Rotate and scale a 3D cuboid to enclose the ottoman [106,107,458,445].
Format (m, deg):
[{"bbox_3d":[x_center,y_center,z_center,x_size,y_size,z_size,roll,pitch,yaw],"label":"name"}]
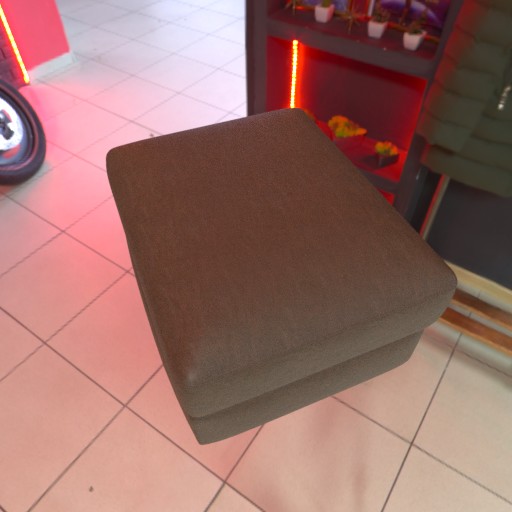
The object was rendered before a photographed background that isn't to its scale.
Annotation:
[{"bbox_3d":[0.000,0.000,1.195,0.635,0.508,0.787,-17,50,-15],"label":"ottoman"}]
